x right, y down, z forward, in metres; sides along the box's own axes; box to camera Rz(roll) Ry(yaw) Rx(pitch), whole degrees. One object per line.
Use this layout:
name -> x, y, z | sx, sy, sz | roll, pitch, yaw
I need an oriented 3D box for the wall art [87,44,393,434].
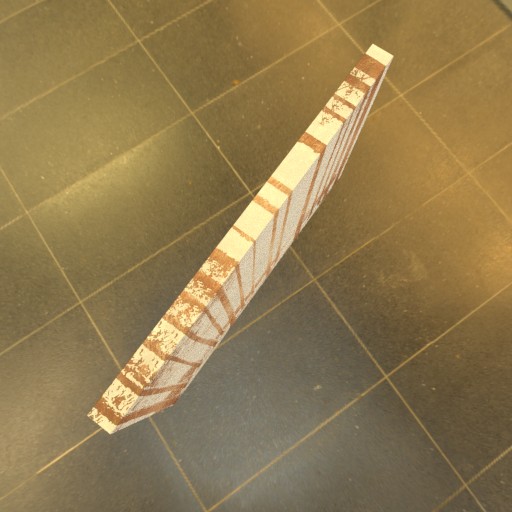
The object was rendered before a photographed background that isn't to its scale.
wall art -> 0.000, 0.000, 0.757 | 0.035, 0.405, 0.609 | 35, 79, 8
